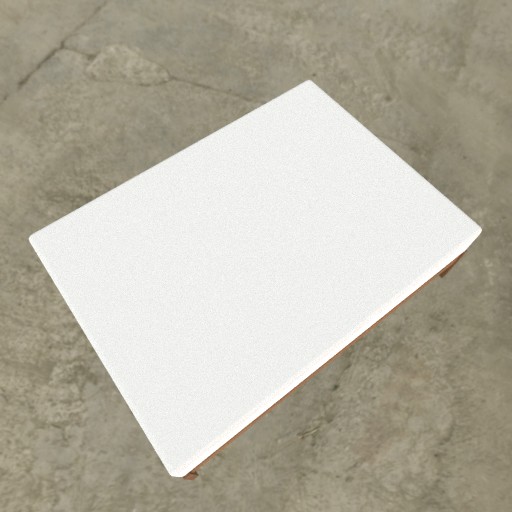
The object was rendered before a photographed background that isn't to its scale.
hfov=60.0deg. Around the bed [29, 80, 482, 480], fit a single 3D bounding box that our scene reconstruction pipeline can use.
[{"bbox_3d":[0.000,0.000,2.709,2.050,0.593,1.529,-34,68,-16],"label":"bed"}]
